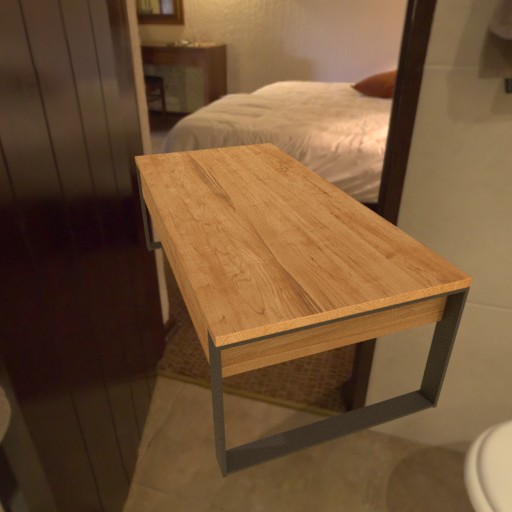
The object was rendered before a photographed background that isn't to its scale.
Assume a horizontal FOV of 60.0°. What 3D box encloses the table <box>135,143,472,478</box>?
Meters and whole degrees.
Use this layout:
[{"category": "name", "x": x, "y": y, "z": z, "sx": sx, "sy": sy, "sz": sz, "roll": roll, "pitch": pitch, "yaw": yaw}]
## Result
[{"category": "table", "x": 0.000, "y": 0.000, "z": 1.459, "sx": 0.590, "sy": 0.400, "sz": 1.180, "roll": -10, "pitch": 31, "yaw": -18}]
